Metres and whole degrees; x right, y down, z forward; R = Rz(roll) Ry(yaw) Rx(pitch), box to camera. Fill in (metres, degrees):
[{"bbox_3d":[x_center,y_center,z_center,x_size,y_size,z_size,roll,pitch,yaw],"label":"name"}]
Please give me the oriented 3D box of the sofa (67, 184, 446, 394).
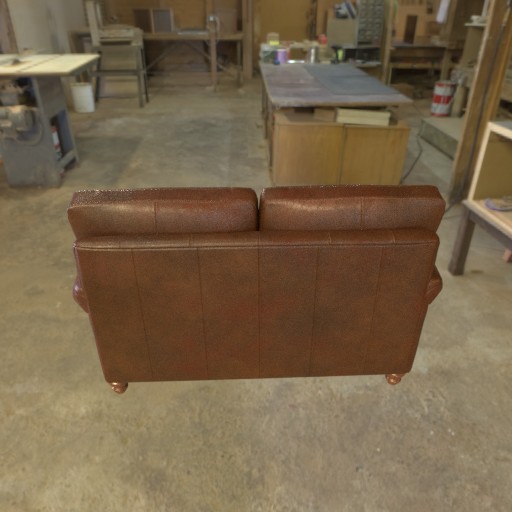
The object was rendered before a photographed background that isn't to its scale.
[{"bbox_3d":[0.000,0.000,2.285,1.616,0.976,0.990,-1,30,-2],"label":"sofa"}]
